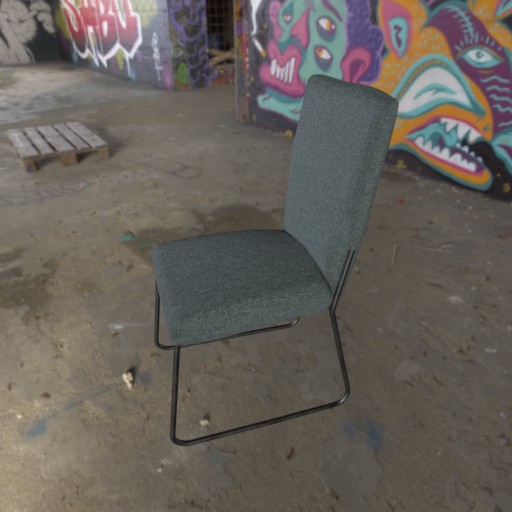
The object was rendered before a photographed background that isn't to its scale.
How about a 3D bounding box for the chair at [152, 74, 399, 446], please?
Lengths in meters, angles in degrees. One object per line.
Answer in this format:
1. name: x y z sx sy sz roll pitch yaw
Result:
1. chair: 0.000 0.000 1.299 0.635 0.931 0.480 -9 30 -15
